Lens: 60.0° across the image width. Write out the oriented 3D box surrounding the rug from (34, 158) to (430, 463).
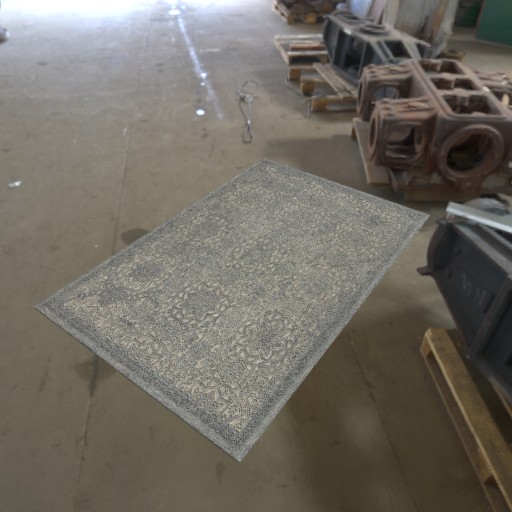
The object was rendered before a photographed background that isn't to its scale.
[{"bbox_3d":[0.000,0.000,2.333,1.208,0.012,1.819,25,46,27],"label":"rug"}]
